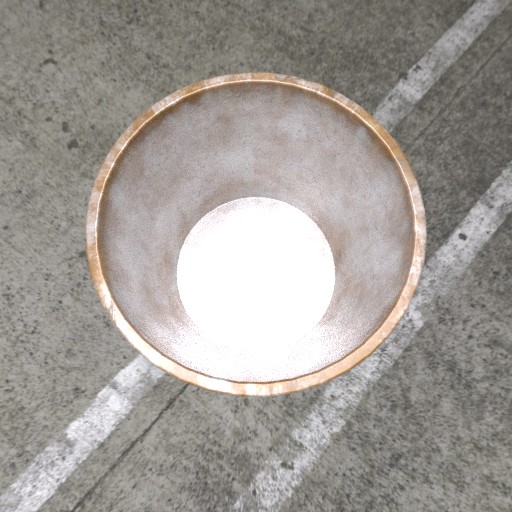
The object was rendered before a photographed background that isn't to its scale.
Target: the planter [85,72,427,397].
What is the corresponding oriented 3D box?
[{"bbox_3d":[0.000,0.000,0.438,0.255,0.223,0.255,0,76,0],"label":"planter"}]
